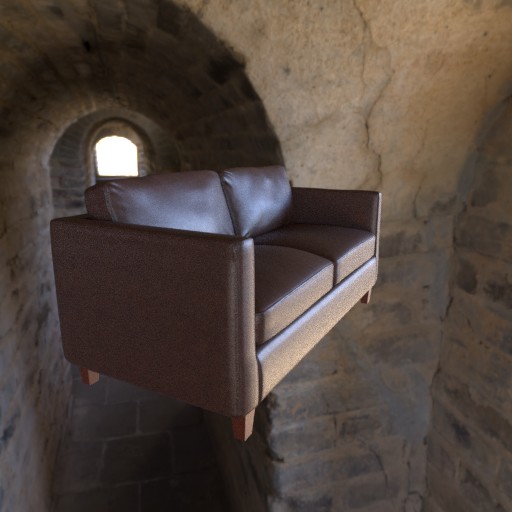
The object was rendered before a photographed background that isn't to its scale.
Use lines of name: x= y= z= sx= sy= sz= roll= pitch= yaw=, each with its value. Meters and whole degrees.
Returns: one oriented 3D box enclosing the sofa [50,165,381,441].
sofa: x=0.000 y=0.000 z=2.446 sx=0.951 sy=0.933 sz=1.883 roll=8 pitch=16 yaw=28
